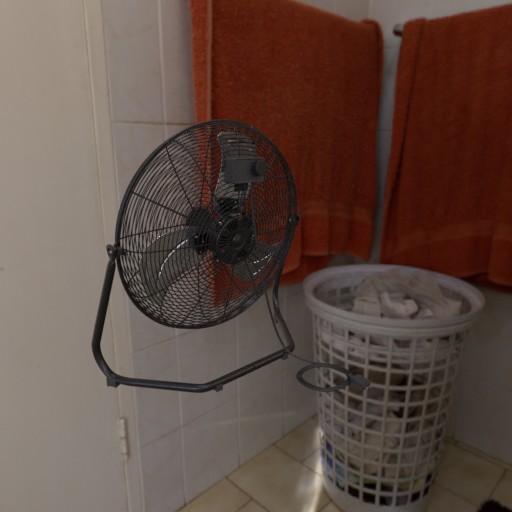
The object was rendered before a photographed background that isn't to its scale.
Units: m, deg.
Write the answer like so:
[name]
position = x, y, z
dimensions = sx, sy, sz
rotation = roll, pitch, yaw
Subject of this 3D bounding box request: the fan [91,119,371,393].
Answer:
[fan]
position = 0.000, 0.000, 0.916
dimensions = 0.555, 0.546, 0.424
rotation = -13, 20, -41
